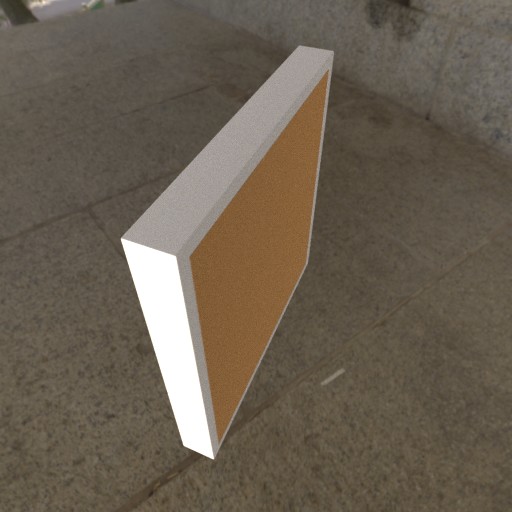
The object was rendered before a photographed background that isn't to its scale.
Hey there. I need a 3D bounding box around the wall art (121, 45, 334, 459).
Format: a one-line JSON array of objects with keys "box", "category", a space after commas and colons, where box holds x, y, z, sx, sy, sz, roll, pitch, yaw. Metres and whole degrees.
[{"box": [0.000, 0.000, 0.454, 0.037, 0.305, 0.305, 17, 48, 16], "category": "wall art"}]
